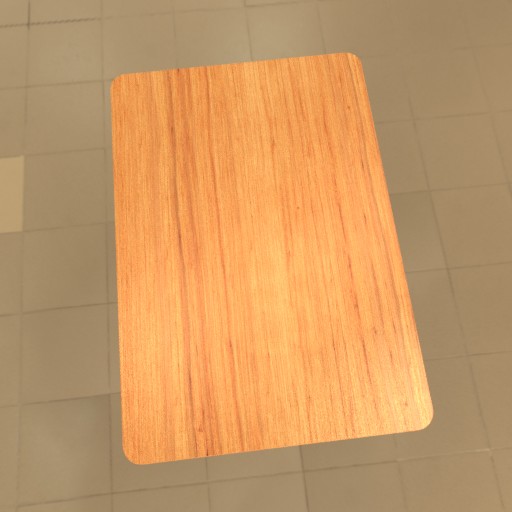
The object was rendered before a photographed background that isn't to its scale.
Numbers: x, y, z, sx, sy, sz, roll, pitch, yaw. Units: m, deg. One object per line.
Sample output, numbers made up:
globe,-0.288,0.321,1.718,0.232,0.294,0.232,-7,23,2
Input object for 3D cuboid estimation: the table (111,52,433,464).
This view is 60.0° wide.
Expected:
table,0.000,0.000,1.316,0.696,0.445,0.997,-6,75,-2
